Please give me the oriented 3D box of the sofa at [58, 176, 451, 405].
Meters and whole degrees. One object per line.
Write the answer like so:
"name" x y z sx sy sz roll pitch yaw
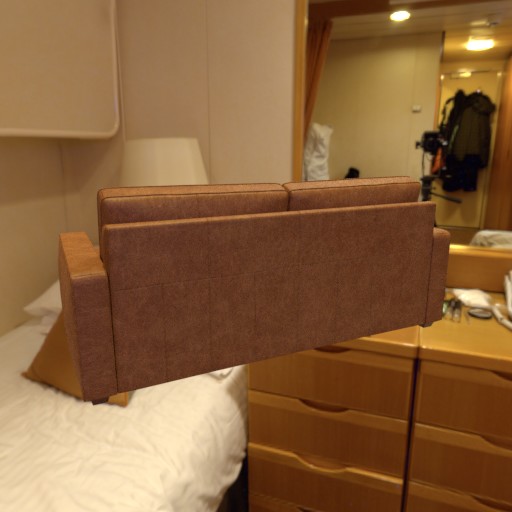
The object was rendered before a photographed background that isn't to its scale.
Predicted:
"sofa" 0.000 0.000 2.641 2.156 0.928 0.991 -7 16 -25
